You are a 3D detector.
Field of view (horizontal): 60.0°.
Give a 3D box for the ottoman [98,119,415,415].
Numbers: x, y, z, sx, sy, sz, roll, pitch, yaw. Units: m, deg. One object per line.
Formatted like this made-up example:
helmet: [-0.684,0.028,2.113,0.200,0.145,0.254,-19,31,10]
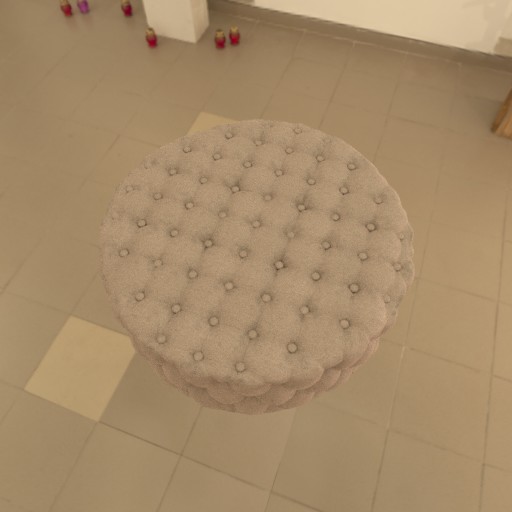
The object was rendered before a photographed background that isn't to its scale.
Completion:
ottoman: [0.000,0.000,1.522,0.998,0.399,0.998,0,58,0]
